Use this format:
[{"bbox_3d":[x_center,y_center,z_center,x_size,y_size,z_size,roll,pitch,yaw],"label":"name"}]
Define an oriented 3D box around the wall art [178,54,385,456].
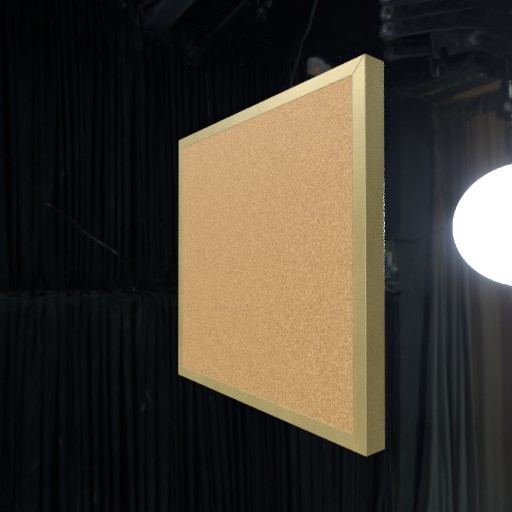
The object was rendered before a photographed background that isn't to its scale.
[{"bbox_3d":[0.000,0.000,0.772,0.038,0.508,0.508,0,-1,-37],"label":"wall art"}]
